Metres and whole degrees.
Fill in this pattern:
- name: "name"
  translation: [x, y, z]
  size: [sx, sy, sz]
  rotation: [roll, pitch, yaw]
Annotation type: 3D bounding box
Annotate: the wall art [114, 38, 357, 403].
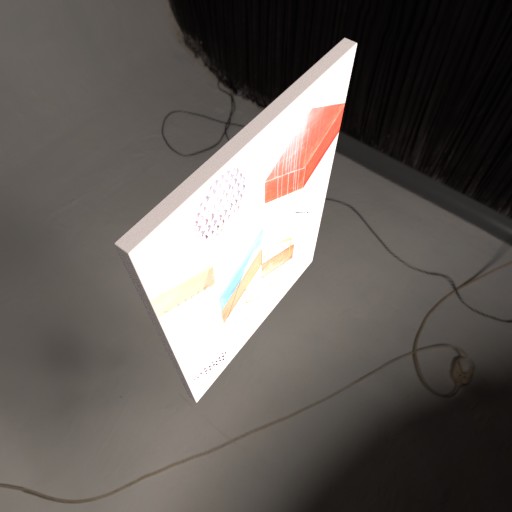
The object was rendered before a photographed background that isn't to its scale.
- name: "wall art"
  translation: [0.000, 0.000, 1.620]
  size: [0.046, 1.221, 0.914]
  rotation: [33, 64, 19]
